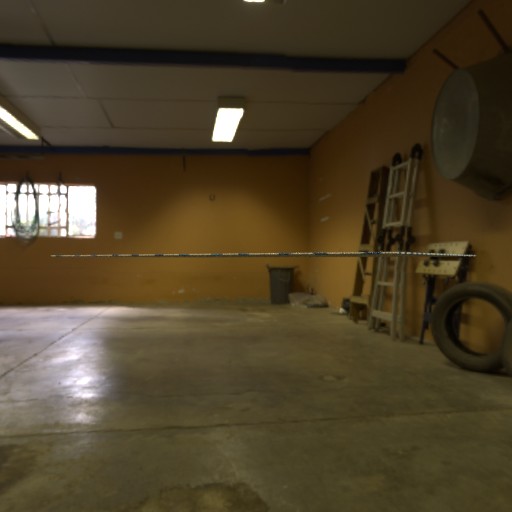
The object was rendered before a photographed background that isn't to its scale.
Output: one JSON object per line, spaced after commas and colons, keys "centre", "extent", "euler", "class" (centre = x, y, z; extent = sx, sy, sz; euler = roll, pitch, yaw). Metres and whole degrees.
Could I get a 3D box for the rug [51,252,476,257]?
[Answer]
{"centre": [0.000, 0.000, 2.992], "extent": [2.439, 0.008, 1.531], "euler": [0, -1, 36], "class": "rug"}
